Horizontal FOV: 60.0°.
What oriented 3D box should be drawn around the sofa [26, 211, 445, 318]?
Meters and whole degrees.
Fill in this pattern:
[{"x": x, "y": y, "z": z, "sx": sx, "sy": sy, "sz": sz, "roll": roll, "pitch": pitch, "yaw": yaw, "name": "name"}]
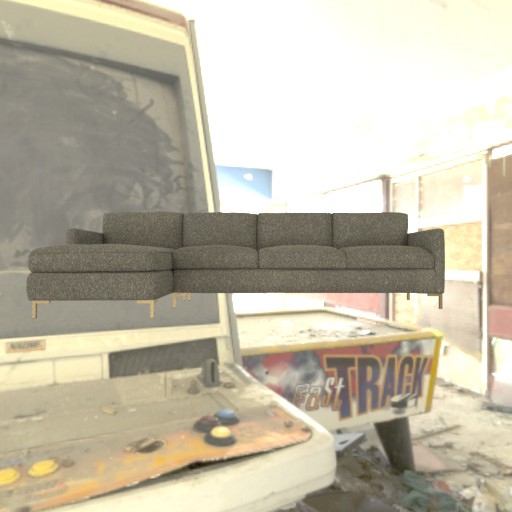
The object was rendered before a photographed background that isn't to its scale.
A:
[{"x": 0.000, "y": 0.000, "z": 3.467, "sx": 2.932, "sy": 0.810, "sz": 1.350, "roll": 0, "pitch": -1, "yaw": -1, "name": "sofa"}]
